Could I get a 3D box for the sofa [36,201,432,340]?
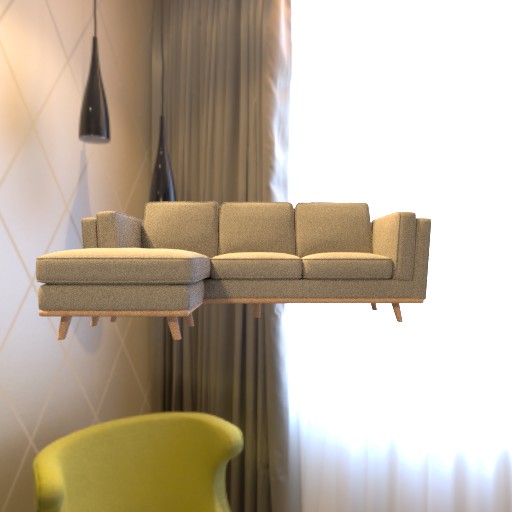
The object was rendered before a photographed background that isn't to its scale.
[{"bbox_3d":[0.000,0.000,3.110,2.411,0.929,1.604,0,0,1],"label":"sofa"}]
